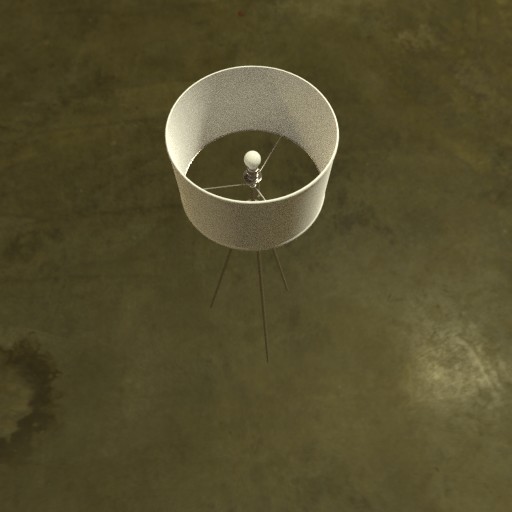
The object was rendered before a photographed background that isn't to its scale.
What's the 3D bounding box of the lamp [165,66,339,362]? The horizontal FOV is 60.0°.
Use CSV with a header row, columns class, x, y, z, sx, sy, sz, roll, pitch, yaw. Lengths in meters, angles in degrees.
class,x,y,z,sx,sy,sz,roll,pitch,yaw
lamp,0.000,0.000,1.753,0.448,1.545,0.458,37,71,15
